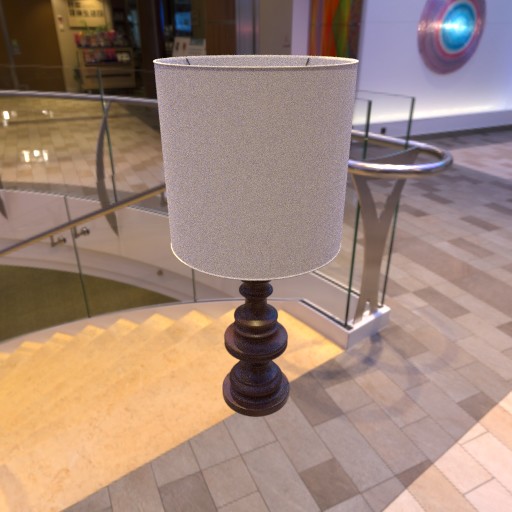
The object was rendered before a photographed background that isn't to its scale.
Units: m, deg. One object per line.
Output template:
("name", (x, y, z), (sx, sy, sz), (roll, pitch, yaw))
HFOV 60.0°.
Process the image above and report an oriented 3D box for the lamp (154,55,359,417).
("lamp", (0.000, 0.000, 0.562), (0.208, 0.455, 0.208), (9, 28, 17))
